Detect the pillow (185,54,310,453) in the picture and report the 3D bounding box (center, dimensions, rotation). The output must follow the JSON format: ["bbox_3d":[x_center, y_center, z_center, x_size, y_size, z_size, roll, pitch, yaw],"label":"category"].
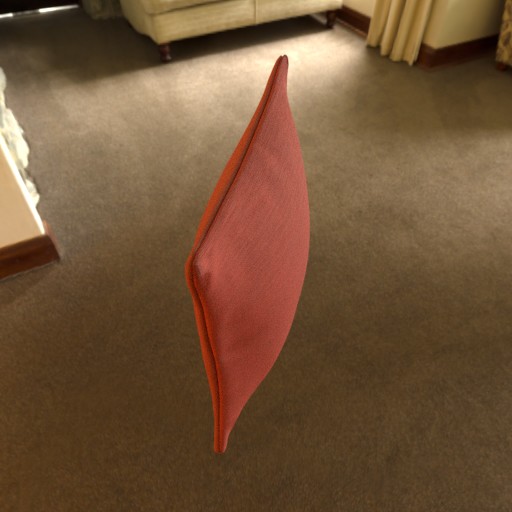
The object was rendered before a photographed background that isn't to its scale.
[{"bbox_3d":[0.000,0.000,0.652,0.151,0.416,0.435,9,47,9],"label":"pillow"}]
